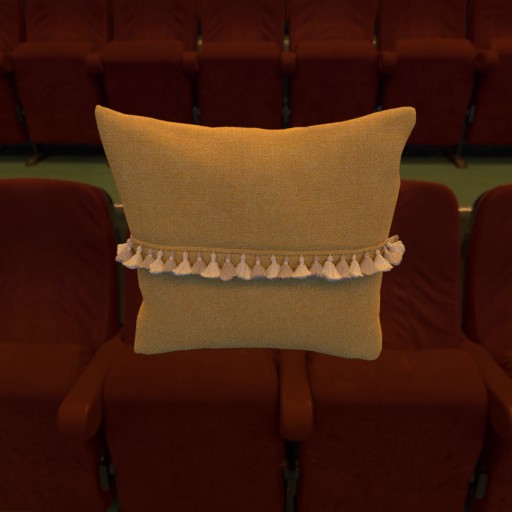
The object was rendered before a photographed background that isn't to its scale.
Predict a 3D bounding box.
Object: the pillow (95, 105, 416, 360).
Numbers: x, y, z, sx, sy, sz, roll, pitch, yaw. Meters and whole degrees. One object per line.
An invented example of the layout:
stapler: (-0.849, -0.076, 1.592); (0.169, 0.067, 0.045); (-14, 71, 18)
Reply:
pillow: (0.000, 0.000, 0.746); (0.485, 0.481, 0.167); (1, 30, 1)
